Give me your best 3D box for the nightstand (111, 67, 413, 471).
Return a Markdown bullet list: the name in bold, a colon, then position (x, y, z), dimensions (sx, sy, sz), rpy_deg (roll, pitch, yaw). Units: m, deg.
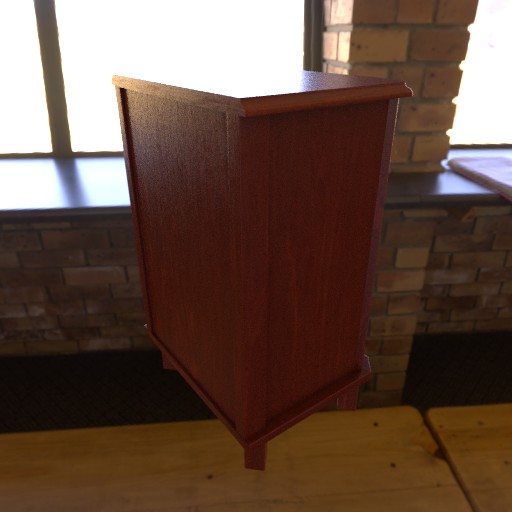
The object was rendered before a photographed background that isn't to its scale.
- **nightstand**: position (0.000, 0.000, 0.906), dimensions (0.351, 0.681, 0.435), rpy_deg (-18, 32, -32)
